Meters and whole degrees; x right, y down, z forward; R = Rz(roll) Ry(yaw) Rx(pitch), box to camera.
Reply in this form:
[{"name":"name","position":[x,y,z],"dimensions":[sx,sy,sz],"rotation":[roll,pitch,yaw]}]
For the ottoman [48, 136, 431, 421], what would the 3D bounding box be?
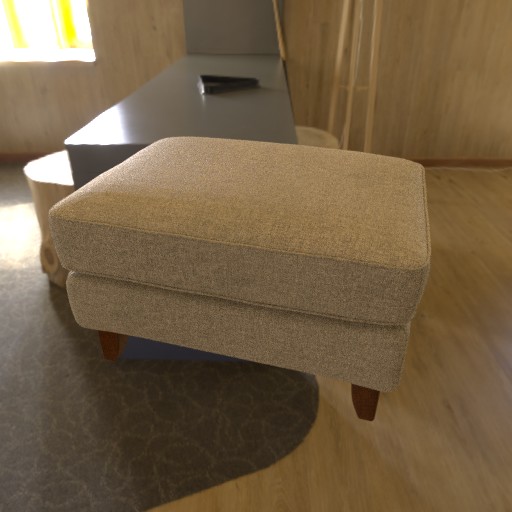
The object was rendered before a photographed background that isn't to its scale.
[{"name":"ottoman","position":[0.000,0.000,1.303],"dimensions":[0.889,0.561,0.661],"rotation":[9,32,14]}]
